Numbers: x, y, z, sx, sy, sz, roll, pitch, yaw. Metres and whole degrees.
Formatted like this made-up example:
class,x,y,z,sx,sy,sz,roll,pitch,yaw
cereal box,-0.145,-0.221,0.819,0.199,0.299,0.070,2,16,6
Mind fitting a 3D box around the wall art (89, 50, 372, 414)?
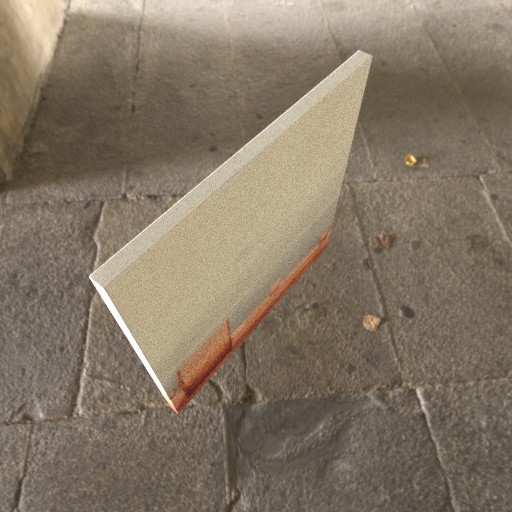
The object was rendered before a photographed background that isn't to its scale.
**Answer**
class,x,y,z,sx,sy,sz,roll,pitch,yaw
wall art,0.000,0.000,1.145,0.042,0.760,0.760,35,63,20
